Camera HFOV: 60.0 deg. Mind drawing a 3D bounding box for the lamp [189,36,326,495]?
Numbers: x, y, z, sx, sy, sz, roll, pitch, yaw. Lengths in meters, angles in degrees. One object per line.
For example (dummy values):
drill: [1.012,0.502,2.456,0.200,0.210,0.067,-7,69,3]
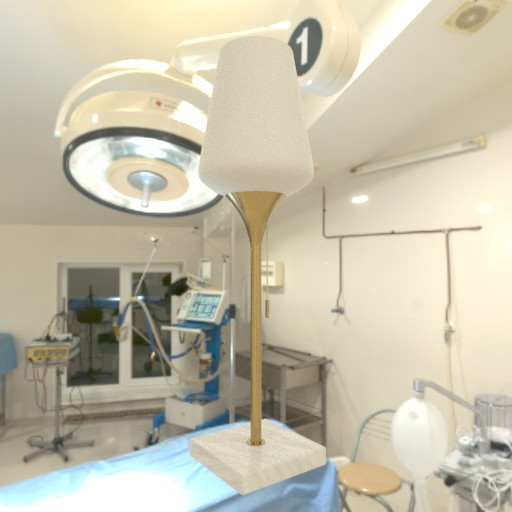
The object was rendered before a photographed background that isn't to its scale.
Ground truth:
lamp: [0.000,0.000,0.697,0.181,0.639,0.181,0,-1,-36]
